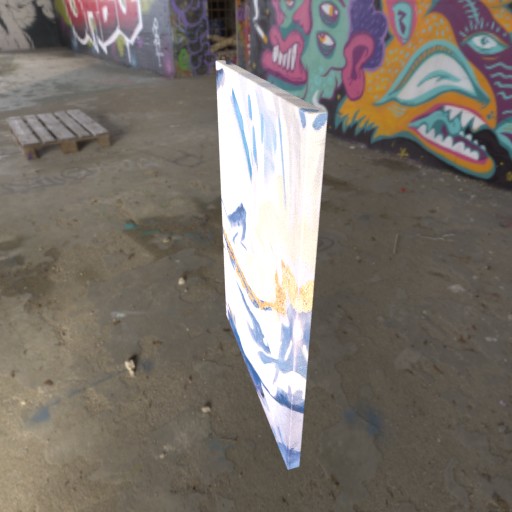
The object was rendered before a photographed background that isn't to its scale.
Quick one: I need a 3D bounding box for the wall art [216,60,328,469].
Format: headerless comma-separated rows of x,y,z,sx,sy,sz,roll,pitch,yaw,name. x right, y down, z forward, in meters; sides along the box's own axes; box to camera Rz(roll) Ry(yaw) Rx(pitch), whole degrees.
0.000,0.000,1.352,0.038,1.015,0.761,-9,32,-14,wall art
